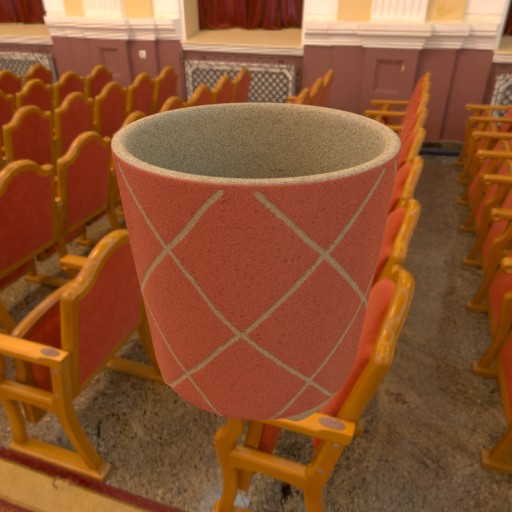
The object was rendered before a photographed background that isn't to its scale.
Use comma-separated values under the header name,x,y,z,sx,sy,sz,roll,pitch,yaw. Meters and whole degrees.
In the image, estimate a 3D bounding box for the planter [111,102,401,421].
name,x,y,z,sx,sy,sz,roll,pitch,yaw
planter,0.000,0.000,0.419,0.227,0.235,0.227,0,31,0
